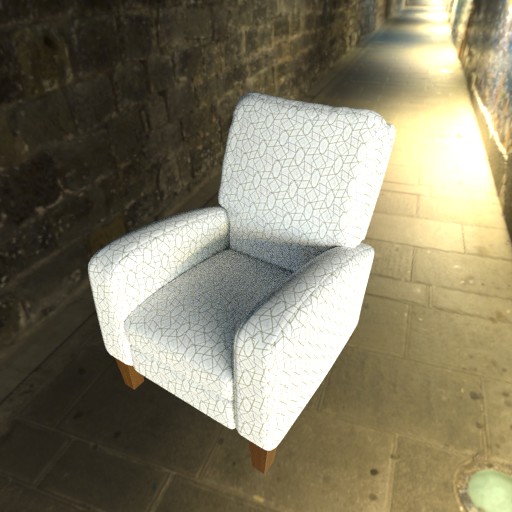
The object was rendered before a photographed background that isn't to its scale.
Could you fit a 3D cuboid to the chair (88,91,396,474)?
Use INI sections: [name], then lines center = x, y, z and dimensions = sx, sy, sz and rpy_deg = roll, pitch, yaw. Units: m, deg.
[chair]
center = 0.000, 0.000, 1.742
dimensions = 0.796, 1.064, 0.995
rpy_deg = 20, 38, 29
